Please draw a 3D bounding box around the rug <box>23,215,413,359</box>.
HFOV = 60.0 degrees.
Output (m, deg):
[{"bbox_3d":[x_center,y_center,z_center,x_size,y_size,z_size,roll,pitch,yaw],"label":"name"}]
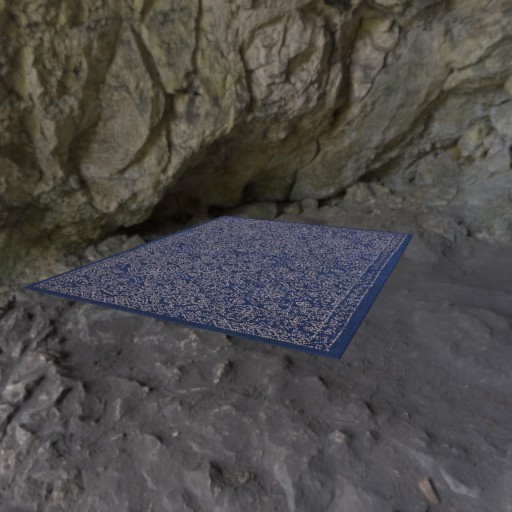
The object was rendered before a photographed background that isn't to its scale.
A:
[{"bbox_3d":[0.000,0.000,4.136,2.438,0.010,3.048,8,18,25],"label":"rug"}]
